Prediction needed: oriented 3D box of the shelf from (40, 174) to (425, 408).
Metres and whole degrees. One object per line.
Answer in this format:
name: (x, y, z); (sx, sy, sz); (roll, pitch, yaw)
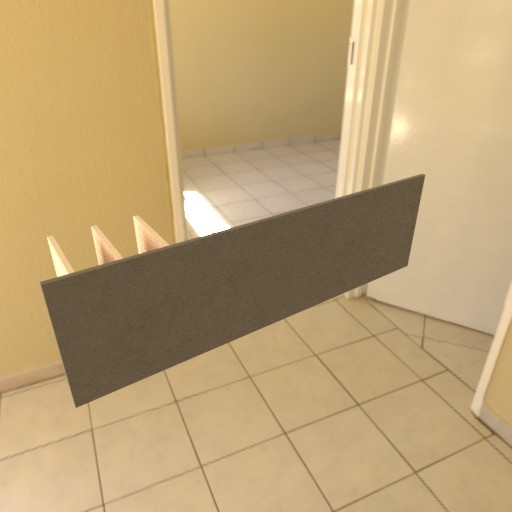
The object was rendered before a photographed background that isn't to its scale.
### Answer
shelf: (0.000, 0.000, 1.151); (1.020, 0.300, 0.200); (-18, 34, -29)
